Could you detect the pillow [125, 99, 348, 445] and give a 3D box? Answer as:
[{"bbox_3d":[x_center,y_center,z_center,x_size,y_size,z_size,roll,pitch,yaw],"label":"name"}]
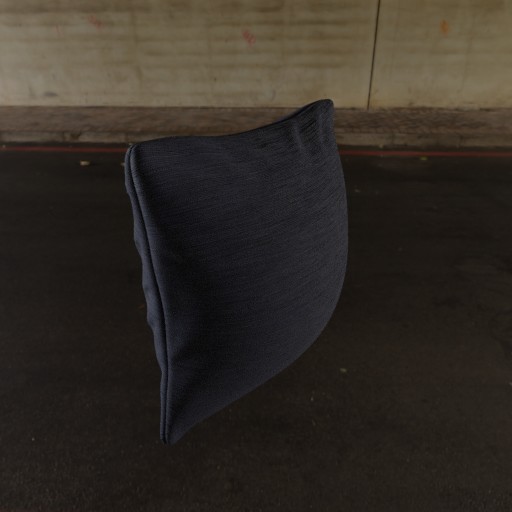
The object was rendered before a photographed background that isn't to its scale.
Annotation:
[{"bbox_3d":[0.000,0.000,0.673,0.246,0.414,0.432,17,31,31],"label":"pillow"}]
